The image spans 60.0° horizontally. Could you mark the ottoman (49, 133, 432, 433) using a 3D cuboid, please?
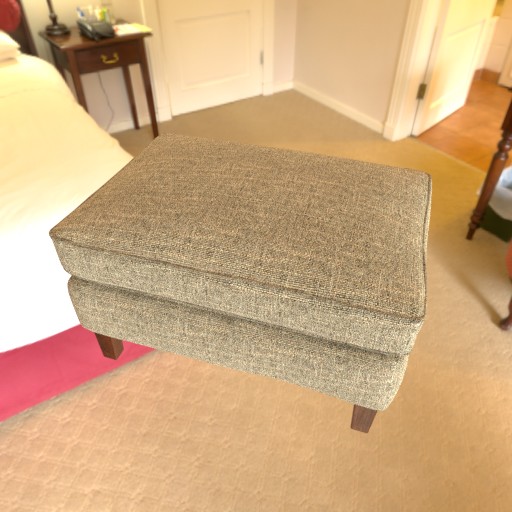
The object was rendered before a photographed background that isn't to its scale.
[{"bbox_3d":[0.000,0.000,0.986,0.686,0.406,0.508,12,42,14],"label":"ottoman"}]
